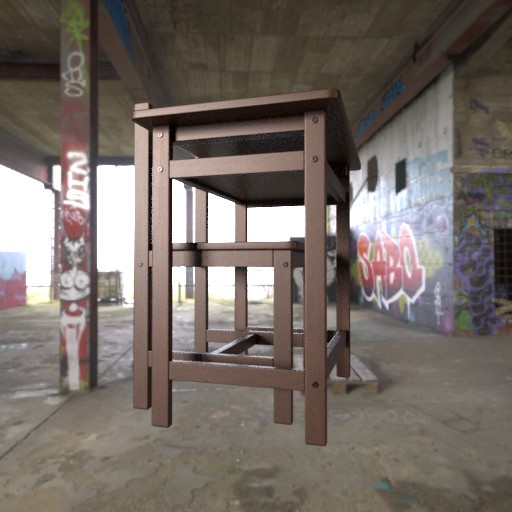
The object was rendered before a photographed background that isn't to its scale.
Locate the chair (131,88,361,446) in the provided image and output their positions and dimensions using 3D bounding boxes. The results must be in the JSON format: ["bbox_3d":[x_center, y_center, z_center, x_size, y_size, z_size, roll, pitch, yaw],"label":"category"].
[{"bbox_3d":[0.000,0.000,1.071,0.463,0.673,0.599,0,-1,17],"label":"chair"}]
